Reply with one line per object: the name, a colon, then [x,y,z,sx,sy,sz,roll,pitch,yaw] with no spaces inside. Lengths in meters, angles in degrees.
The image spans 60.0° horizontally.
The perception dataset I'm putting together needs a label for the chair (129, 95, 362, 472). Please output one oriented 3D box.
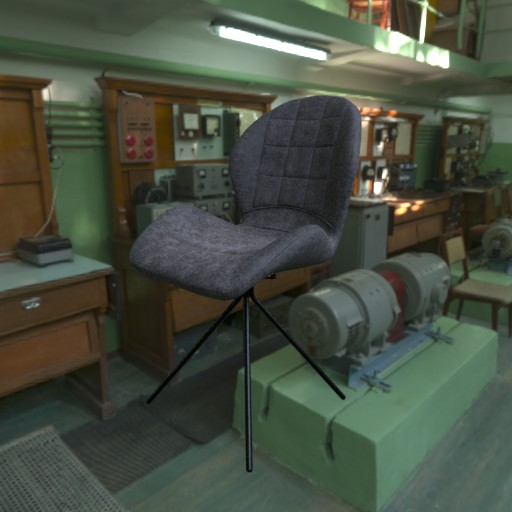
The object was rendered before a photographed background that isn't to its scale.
chair: [0.000,0.000,1.309,0.527,0.934,0.640,13,20,41]
